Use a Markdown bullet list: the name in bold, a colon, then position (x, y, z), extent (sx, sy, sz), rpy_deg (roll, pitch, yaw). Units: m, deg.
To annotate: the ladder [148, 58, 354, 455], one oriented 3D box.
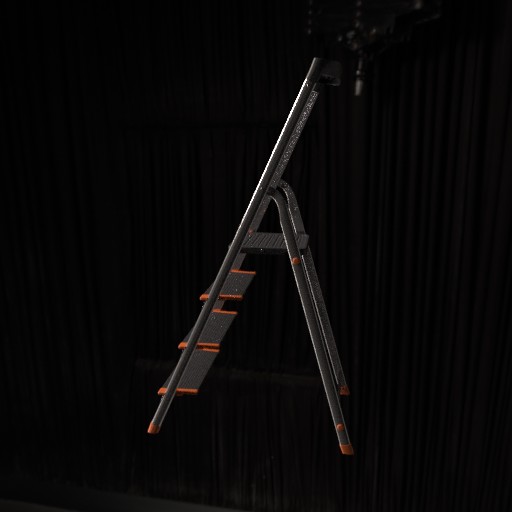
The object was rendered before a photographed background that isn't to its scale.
- **ladder**: position (0.000, 0.000, 1.802), extent (0.834, 1.429, 0.452), rpy_deg (2, 15, 9)
